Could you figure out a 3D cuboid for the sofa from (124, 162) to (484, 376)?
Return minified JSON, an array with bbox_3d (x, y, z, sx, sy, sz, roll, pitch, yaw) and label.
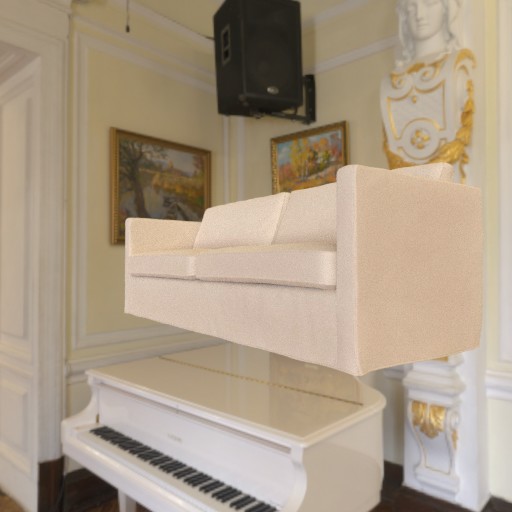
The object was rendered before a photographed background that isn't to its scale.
[{"bbox_3d":[0.000,0.000,3.170,1.036,0.999,2.779,1,-1,-35],"label":"sofa"}]
